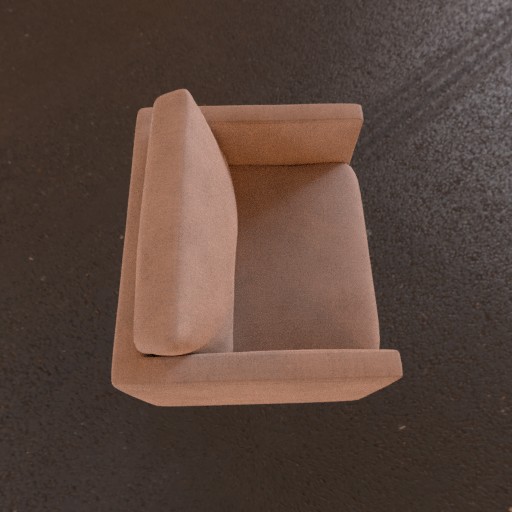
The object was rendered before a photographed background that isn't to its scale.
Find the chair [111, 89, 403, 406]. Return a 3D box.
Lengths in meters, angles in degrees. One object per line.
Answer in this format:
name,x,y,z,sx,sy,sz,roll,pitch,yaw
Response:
chair,0.000,0.000,1.848,0.959,0.961,1.133,-1,67,-1
